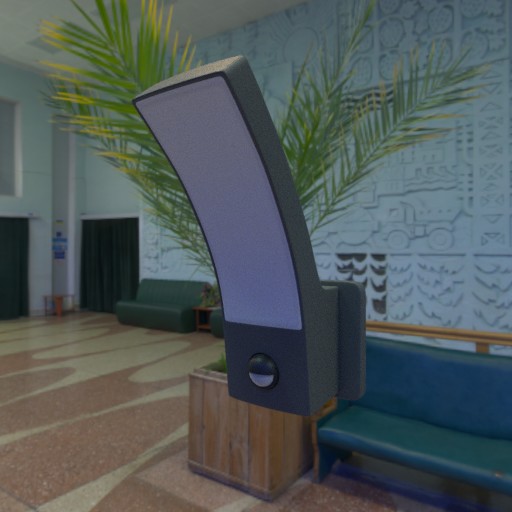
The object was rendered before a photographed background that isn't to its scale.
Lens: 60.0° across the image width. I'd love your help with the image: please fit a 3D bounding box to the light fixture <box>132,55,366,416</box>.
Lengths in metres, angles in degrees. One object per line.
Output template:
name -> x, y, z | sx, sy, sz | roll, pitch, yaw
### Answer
light fixture -> 0.000, 0.000, 0.339 | 0.108, 0.243, 0.174 | 0, 1, 37
